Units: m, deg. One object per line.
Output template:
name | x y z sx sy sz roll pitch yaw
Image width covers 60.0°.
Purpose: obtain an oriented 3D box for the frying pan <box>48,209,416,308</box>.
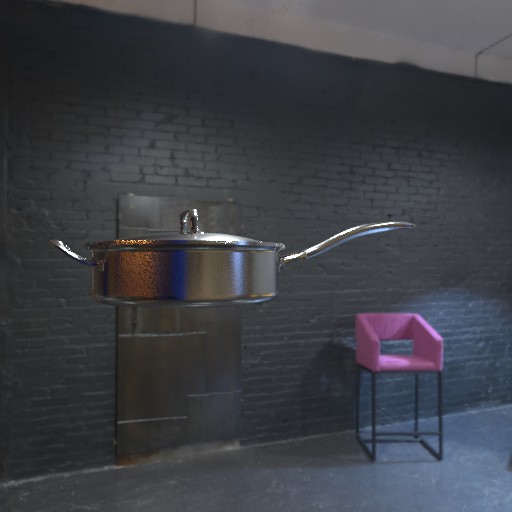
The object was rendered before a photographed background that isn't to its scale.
frying pan | 0.000 0.000 0.582 0.492 0.111 0.245 0 -1 -19
